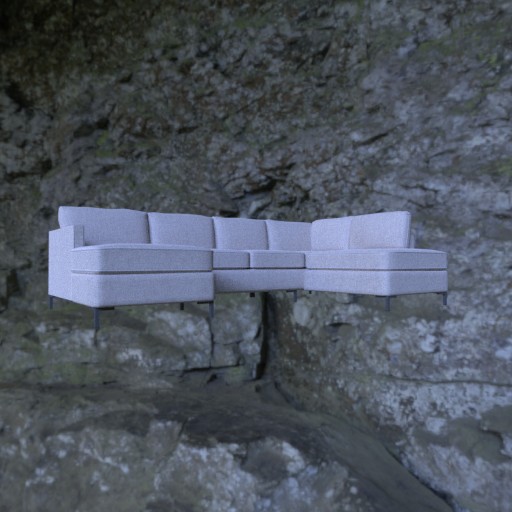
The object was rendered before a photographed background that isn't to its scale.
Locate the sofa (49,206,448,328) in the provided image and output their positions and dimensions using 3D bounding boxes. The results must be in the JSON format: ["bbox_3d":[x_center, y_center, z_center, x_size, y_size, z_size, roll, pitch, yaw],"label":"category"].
[{"bbox_3d":[0.000,0.000,4.333,3.423,0.996,2.021,1,-1,-36],"label":"sofa"}]
